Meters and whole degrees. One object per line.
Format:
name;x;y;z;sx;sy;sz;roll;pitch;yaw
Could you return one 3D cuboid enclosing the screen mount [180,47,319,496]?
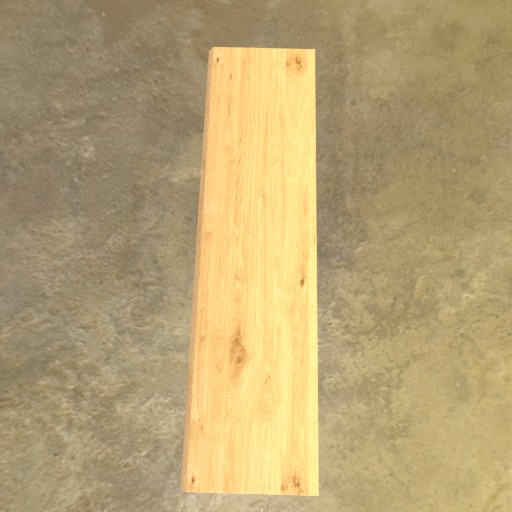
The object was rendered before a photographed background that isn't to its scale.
screen mount;0.000;0.000;1.854;0.450;0.430;1.700;2;75;0
